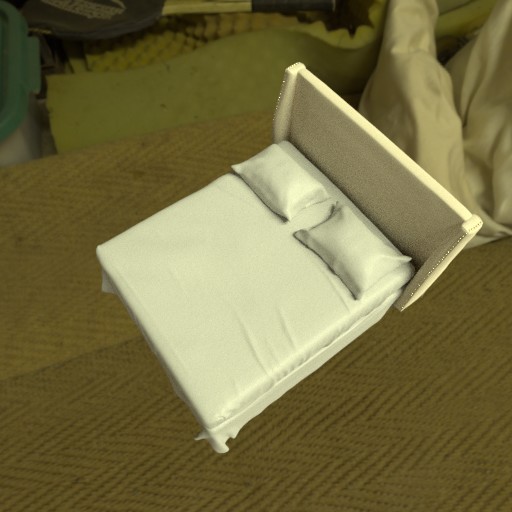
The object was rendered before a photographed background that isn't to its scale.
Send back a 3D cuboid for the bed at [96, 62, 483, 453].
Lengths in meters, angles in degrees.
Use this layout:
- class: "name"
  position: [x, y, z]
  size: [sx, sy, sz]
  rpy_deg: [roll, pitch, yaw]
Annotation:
- class: "bed"
  position: [0.000, 0.000, 3.460]
  size: [2.276, 1.332, 1.925]
  rpy_deg: [-33, 67, -16]
